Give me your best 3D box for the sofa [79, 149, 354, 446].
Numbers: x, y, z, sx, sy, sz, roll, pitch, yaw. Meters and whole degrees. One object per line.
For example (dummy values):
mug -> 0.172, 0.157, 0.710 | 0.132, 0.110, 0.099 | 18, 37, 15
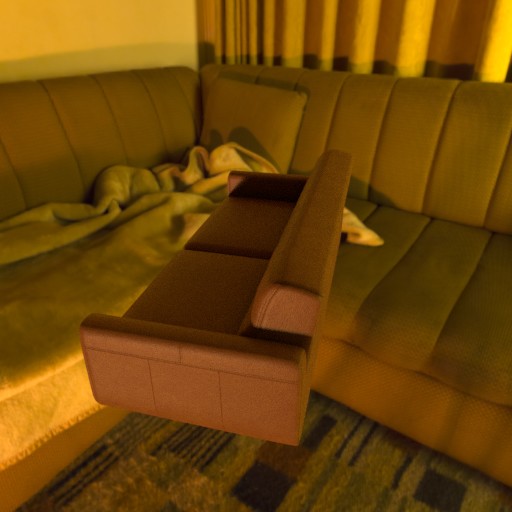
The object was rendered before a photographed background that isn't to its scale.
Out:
sofa -> 0.000, 0.000, 2.663 | 0.980, 0.892, 2.137 | 7, 29, 13
